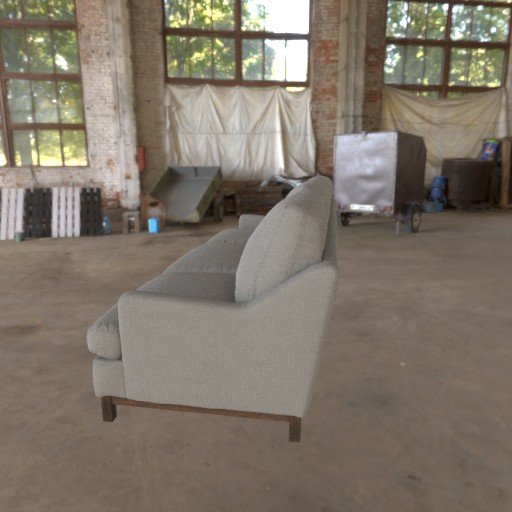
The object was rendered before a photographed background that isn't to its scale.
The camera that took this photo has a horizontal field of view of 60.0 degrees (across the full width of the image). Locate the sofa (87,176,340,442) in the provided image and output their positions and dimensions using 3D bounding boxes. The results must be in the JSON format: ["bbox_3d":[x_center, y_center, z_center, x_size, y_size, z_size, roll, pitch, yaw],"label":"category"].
[{"bbox_3d":[0.000,0.000,2.755,0.987,0.926,2.344,2,13,10],"label":"sofa"}]
